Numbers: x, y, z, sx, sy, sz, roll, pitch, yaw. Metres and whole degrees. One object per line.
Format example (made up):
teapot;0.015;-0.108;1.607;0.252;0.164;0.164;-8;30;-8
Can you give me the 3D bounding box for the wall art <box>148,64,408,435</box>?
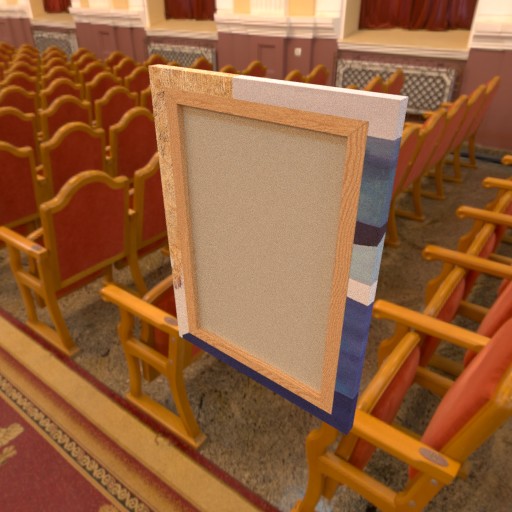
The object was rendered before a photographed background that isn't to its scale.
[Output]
wall art;0.000;0.000;0.816;0.458;0.613;0.026;22;37;32
